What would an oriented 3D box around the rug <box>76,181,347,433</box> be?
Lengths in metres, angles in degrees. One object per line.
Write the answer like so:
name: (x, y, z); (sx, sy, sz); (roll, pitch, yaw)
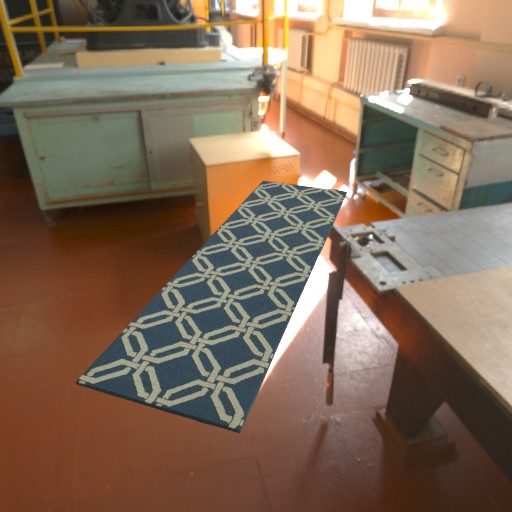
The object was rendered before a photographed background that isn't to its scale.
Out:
rug: (0.000, 0.000, 2.528); (0.678, 0.014, 2.276); (10, 32, 16)
